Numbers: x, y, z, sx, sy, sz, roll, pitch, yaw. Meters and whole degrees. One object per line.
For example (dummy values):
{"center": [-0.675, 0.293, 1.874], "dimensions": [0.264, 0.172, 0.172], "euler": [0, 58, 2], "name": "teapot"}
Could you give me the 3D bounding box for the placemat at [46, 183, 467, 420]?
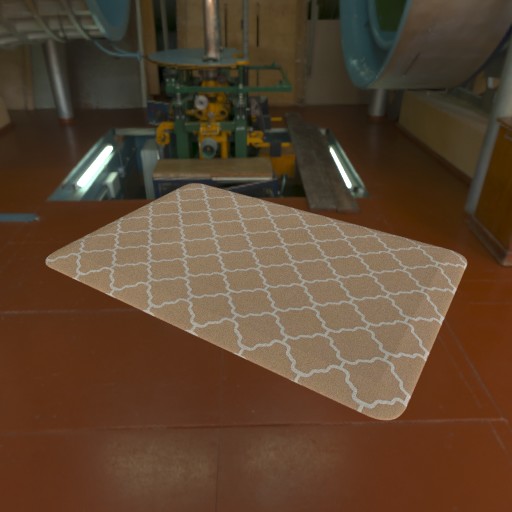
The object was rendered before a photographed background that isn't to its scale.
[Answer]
{"center": [0.000, 0.000, 0.934], "dimensions": [0.762, 0.021, 0.508], "euler": [19, 36, 27], "name": "placemat"}
